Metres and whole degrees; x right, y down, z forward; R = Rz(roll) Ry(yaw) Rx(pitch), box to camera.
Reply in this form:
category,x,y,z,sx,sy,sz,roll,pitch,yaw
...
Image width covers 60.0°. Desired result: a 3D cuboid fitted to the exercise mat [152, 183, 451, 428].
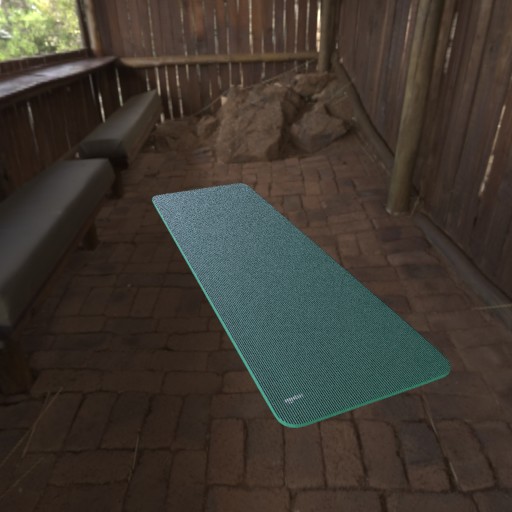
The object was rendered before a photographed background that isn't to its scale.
category,x,y,z,sx,sy,sz,roll,pitch,yaw
exercise mat,0.000,0.000,2.061,0.616,0.021,1.869,-12,31,-20
